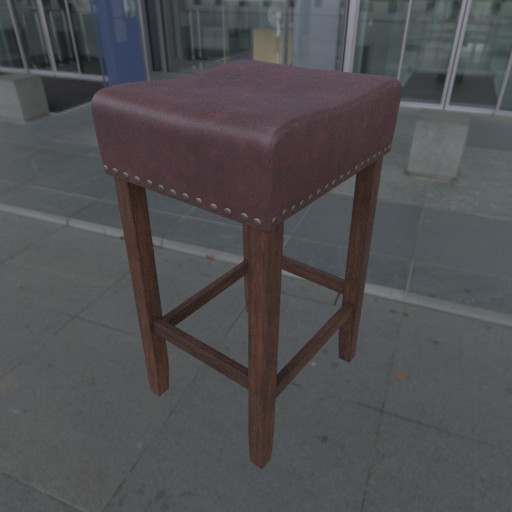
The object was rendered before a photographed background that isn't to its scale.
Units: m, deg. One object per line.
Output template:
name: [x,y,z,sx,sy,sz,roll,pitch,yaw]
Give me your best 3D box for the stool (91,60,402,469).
stool: [0.000,0.000,1.028,0.401,0.769,0.465,22,38,31]
